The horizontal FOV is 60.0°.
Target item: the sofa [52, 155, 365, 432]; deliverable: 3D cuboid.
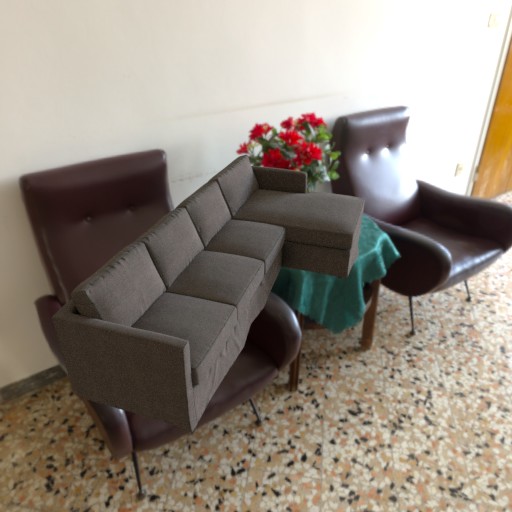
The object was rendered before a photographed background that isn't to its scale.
[{"bbox_3d":[0.000,0.000,3.986,1.650,0.922,3.205,9,31,16],"label":"sofa"}]
